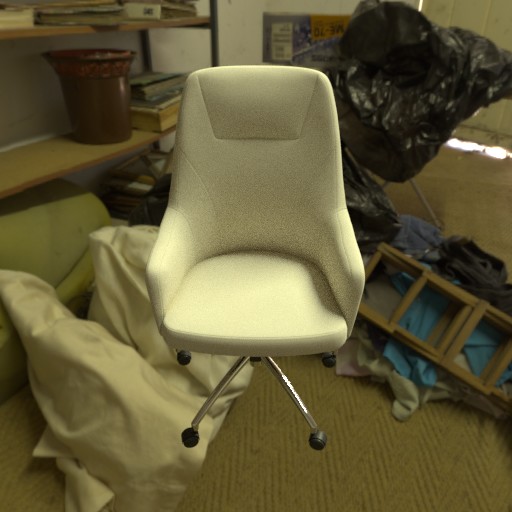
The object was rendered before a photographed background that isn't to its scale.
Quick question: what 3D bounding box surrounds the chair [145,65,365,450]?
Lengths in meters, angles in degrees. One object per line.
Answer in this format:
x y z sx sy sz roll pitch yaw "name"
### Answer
0.000 0.000 1.403 0.620 1.049 0.640 1 31 1 "chair"
